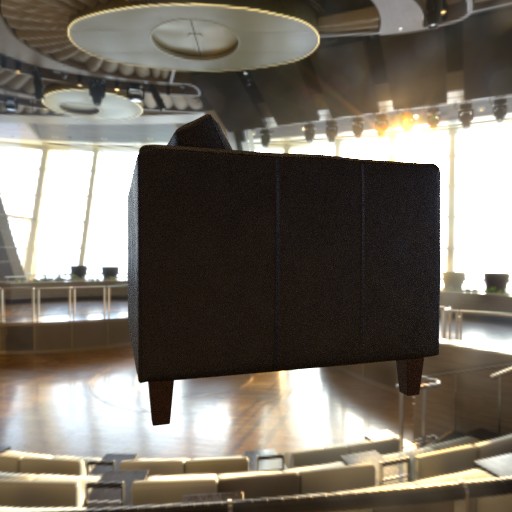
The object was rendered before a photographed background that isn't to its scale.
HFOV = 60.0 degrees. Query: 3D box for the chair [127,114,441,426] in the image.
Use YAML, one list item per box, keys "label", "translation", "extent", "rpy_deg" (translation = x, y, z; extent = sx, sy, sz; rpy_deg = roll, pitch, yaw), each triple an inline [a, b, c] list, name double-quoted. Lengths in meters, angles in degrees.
- label: "chair"
  translation: [0.000, 0.000, 1.589]
  extent: [0.862, 0.811, 0.939]
  rpy_deg: [0, 1, -18]
